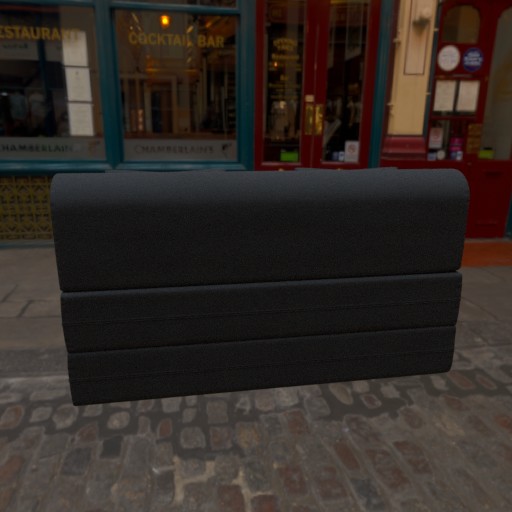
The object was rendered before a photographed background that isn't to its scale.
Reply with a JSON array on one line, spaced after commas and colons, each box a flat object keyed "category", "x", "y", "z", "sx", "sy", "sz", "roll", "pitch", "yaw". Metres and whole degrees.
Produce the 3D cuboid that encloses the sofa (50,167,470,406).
[{"category": "sofa", "x": 0.000, "y": 0.000, "z": 1.673, "sx": 1.225, "sy": 0.670, "sz": 0.762, "roll": -2, "pitch": 15, "yaw": -9}]
